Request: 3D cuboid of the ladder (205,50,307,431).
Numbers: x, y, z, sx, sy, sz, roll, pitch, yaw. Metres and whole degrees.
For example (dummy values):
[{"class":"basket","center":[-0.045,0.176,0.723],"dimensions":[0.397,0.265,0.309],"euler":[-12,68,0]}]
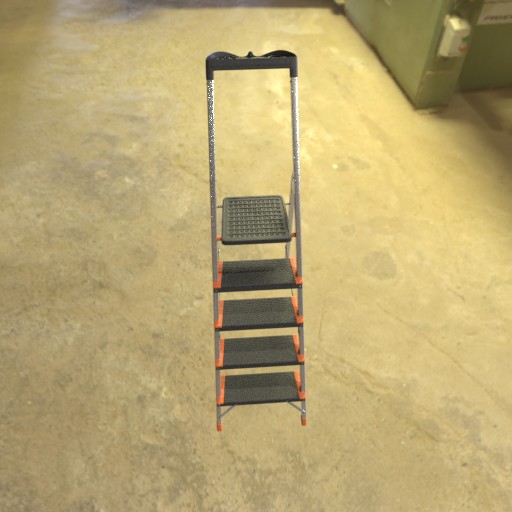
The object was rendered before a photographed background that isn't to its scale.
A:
[{"class":"ladder","center":[0.000,0.000,2.082],"dimensions":[0.480,1.646,0.995],"euler":[-3,48,-3]}]
